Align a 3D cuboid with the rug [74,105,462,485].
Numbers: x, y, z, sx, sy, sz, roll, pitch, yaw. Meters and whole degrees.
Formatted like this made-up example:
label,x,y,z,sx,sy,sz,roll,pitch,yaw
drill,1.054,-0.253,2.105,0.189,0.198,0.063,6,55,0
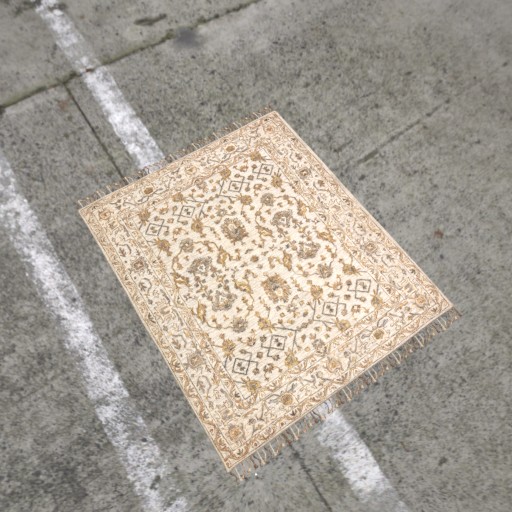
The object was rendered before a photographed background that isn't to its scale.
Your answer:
label,x,y,z,sx,sy,sz,roll,pitch,yaw
rug,0.000,0.000,4.212,2.426,0.034,3.061,-31,68,-14
